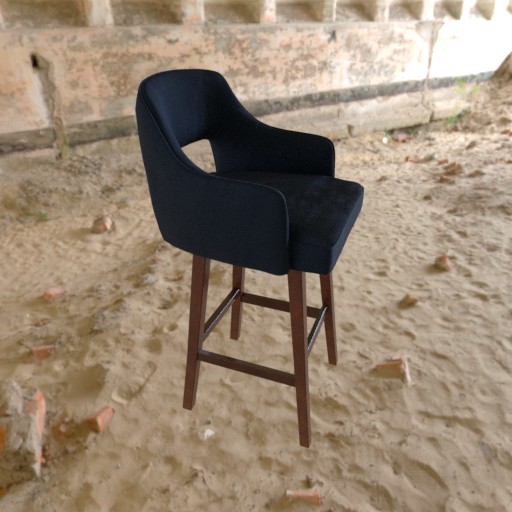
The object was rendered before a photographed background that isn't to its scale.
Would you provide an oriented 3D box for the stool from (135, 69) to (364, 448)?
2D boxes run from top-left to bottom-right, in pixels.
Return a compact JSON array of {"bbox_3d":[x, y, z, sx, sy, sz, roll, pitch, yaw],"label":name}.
[{"bbox_3d":[0.000,0.000,1.371,0.560,1.041,0.550,11,30,19],"label":"stool"}]
